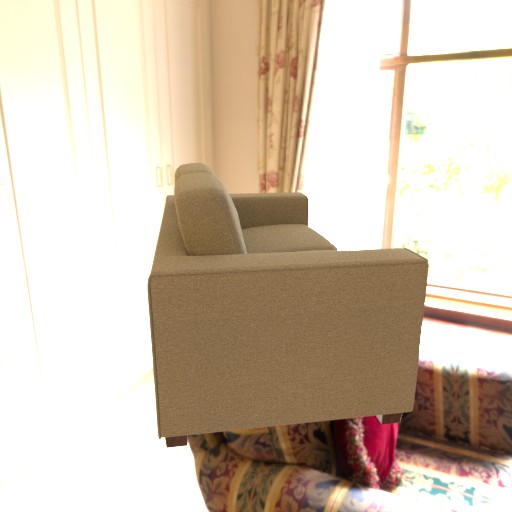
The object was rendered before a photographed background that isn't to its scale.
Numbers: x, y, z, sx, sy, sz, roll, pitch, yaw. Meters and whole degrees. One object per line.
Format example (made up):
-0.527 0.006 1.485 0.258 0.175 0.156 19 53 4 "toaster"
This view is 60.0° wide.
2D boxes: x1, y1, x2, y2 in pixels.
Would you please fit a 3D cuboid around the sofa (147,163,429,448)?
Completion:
0.000 0.000 2.412 1.007 0.924 1.812 -3 16 -9 "sofa"
